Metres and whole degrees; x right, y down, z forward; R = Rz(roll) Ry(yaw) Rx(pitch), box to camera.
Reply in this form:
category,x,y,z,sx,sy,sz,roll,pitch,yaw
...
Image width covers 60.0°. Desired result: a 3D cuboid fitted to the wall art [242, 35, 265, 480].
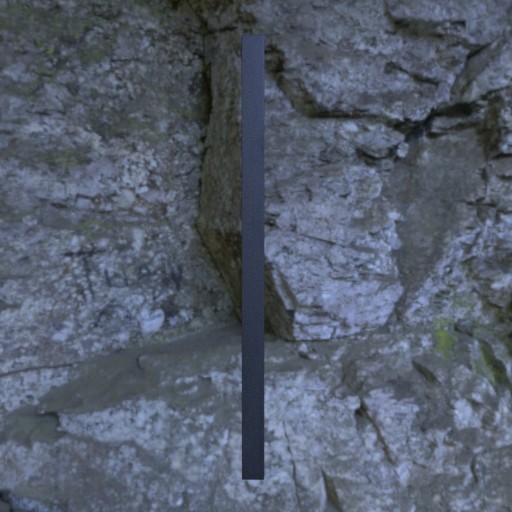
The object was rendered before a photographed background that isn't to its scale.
category,x,y,z,sx,sy,sz,roll,pitch,yaw
wall art,0.000,0.000,1.141,0.039,0.763,0.763,0,1,1
